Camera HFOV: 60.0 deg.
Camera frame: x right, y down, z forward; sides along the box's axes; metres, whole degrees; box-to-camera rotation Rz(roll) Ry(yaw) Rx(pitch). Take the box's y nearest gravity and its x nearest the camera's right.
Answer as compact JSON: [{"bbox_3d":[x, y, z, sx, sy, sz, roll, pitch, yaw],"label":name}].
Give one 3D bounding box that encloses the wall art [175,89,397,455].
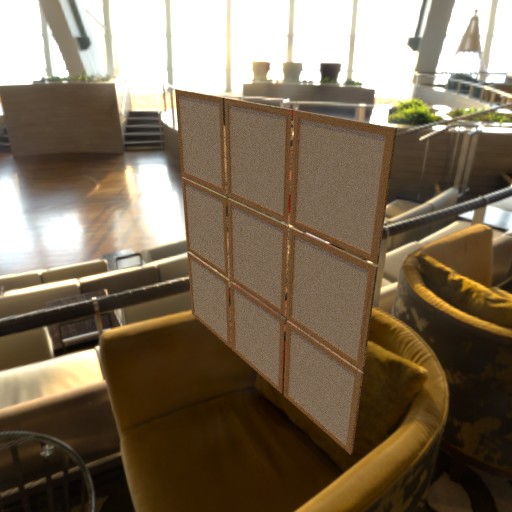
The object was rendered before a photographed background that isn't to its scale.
[{"bbox_3d":[0.000,0.000,2.337,0.013,1.534,1.519,-19,32,-33],"label":"wall art"}]
